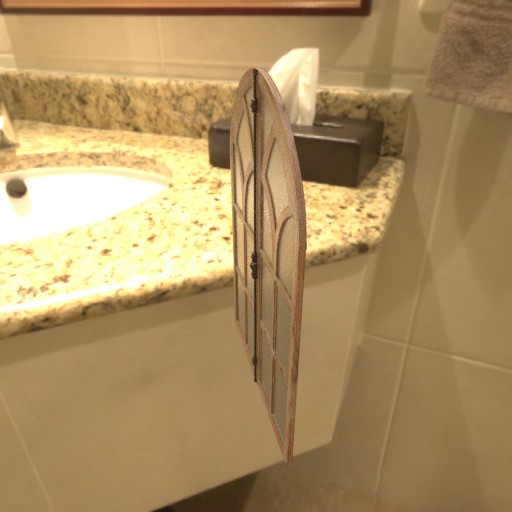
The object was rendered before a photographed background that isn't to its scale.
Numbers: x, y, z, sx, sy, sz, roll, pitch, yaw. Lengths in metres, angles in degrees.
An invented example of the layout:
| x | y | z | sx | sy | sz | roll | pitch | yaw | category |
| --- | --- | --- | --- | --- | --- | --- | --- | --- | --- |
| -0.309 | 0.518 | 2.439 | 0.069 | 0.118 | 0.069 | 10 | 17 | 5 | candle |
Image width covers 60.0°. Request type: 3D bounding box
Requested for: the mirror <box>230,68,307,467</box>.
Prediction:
| x | y | z | sx | sy | sz | roll | pitch | yaw | category |
| --- | --- | --- | --- | --- | --- | --- | --- | --- | --- |
| 0.000 | 0.000 | 1.168 | 0.032 | 0.915 | 0.609 | -8 | 31 | -13 | mirror |
